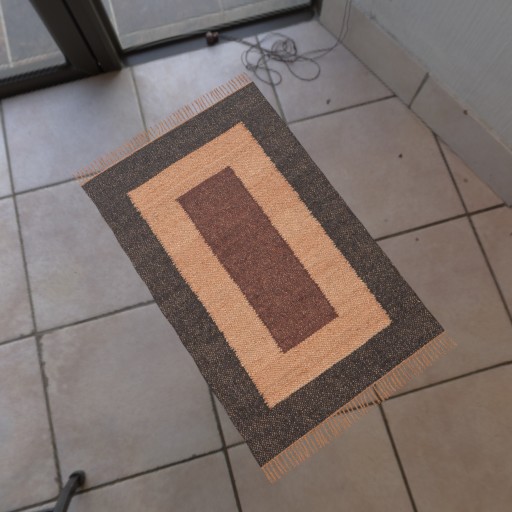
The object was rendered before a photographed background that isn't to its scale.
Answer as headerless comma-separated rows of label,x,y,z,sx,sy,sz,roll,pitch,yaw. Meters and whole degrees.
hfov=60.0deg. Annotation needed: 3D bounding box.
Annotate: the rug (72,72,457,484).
rug,0.000,0.000,1.870,0.920,0.013,1.541,-34,79,-7
